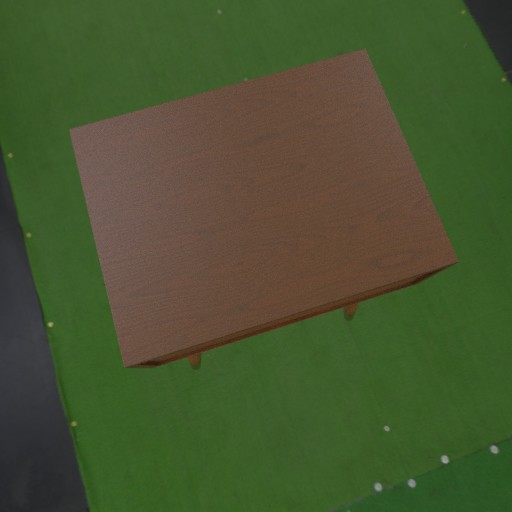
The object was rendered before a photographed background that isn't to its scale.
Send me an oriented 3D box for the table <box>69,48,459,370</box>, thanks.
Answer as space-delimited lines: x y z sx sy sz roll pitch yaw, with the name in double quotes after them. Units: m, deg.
0.000 0.000 0.806 0.406 0.599 0.300 -17 76 -4 "table"
